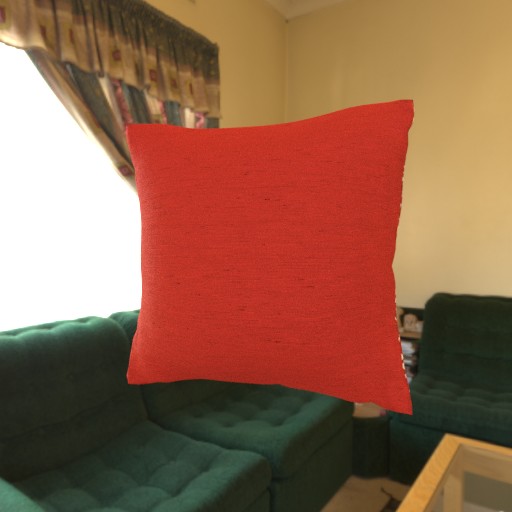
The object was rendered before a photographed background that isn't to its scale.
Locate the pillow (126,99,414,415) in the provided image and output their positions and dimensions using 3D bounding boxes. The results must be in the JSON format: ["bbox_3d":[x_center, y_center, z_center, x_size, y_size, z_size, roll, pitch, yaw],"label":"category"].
[{"bbox_3d":[0.000,0.000,0.652,0.438,0.419,0.162,1,2,18],"label":"pillow"}]
